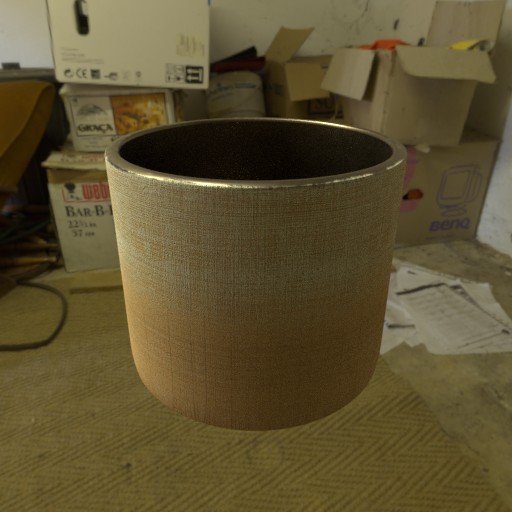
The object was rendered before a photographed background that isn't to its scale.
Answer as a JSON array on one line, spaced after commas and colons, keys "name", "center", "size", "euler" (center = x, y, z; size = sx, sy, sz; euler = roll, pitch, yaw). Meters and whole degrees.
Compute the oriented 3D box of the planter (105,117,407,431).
[{"name": "planter", "center": [0.000, 0.000, 0.429], "size": [0.254, 0.221, 0.254], "euler": [0, 27, 0]}]
